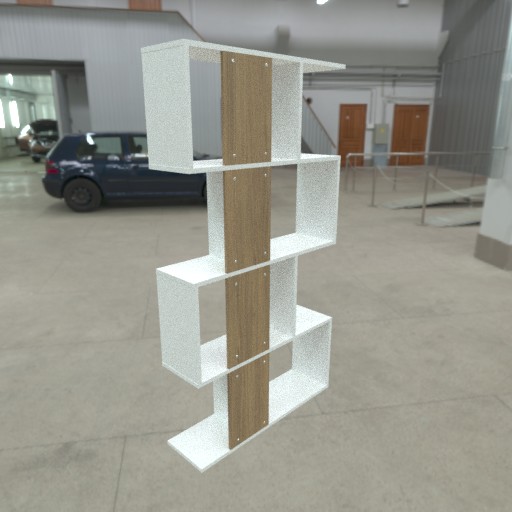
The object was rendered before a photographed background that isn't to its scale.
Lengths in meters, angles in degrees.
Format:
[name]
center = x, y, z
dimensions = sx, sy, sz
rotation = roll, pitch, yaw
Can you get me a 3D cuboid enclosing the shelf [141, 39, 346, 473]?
[shelf]
center = 0.000, 0.000, 2.000
dimensions = 0.250, 1.650, 0.890
rotation = 16, 23, 43
